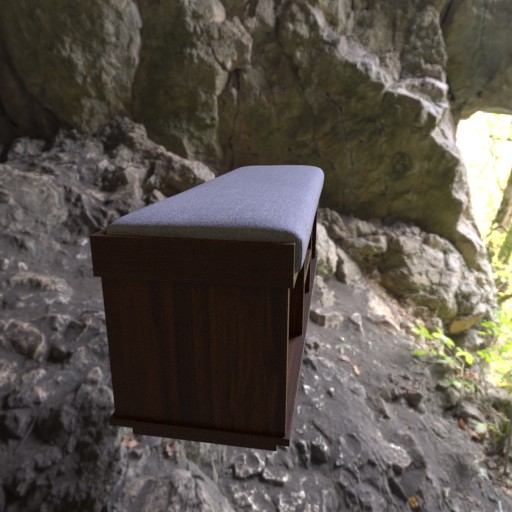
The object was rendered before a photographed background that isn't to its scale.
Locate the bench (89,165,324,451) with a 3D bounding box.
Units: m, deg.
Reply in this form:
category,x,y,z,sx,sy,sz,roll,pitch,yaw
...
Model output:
category,x,y,z,sx,sy,sz,roll,pitch,yaw
bench,0.000,0.000,1.346,0.367,0.468,1.196,3,16,10
